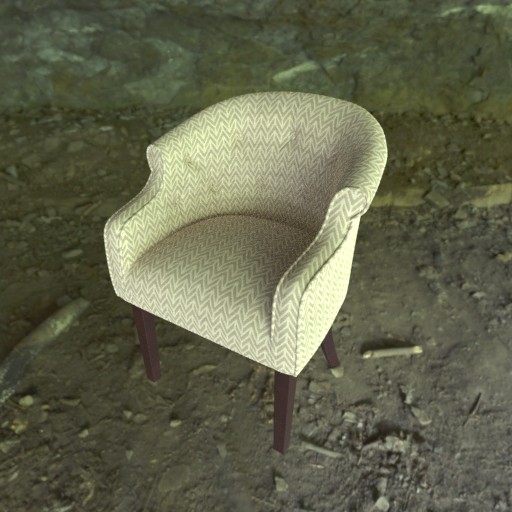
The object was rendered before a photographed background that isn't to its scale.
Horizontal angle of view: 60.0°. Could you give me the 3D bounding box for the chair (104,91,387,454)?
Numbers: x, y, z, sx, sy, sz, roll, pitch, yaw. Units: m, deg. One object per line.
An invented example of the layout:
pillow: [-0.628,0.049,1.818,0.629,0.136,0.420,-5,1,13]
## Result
chair: [0.000,0.000,1.330,0.686,0.858,0.613,18,35,28]
